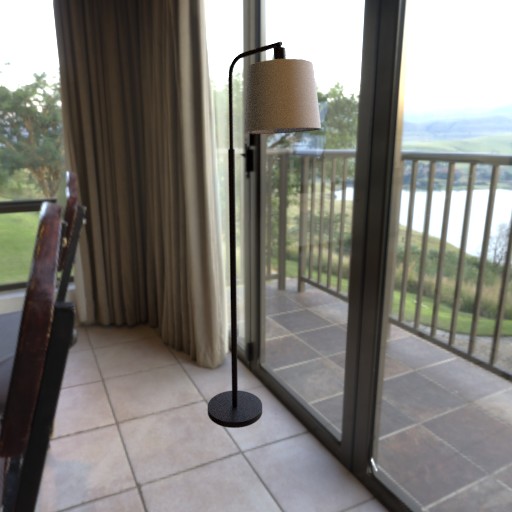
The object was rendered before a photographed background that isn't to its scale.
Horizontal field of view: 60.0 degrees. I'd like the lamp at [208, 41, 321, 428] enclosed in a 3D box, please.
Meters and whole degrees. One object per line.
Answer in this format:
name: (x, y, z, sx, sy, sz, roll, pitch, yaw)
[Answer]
lamp: (0.000, 0.000, 1.698, 0.508, 1.478, 0.254, 14, 21, 43)
